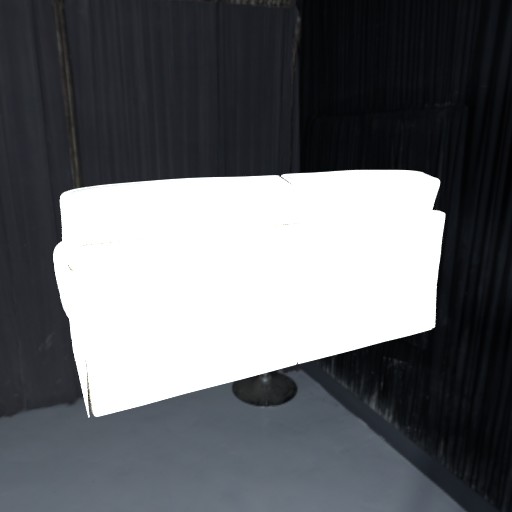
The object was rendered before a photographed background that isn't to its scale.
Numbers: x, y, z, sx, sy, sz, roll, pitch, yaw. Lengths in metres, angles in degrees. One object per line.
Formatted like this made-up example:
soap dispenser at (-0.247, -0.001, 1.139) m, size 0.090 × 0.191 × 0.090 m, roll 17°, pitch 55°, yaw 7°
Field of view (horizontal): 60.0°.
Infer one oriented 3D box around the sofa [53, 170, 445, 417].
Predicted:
sofa at (0.000, 0.000, 2.456) m, size 2.021 × 0.937 × 0.862 m, roll -7°, pitch 17°, yaw -26°
